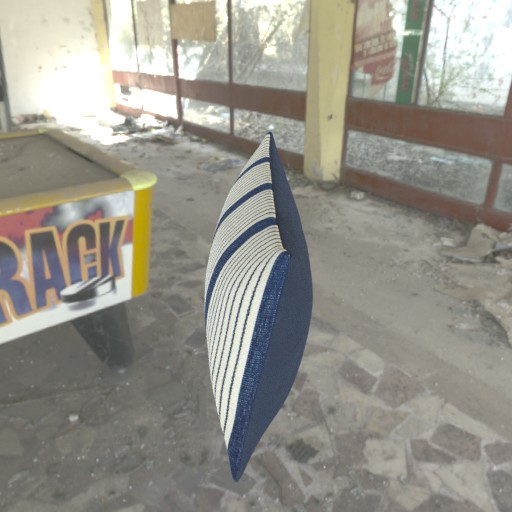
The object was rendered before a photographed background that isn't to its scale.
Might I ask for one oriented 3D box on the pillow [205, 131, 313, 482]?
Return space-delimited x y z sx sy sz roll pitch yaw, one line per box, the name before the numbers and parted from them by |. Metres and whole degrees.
pillow | 0.000 0.000 0.720 0.156 0.292 0.608 0 25 0
